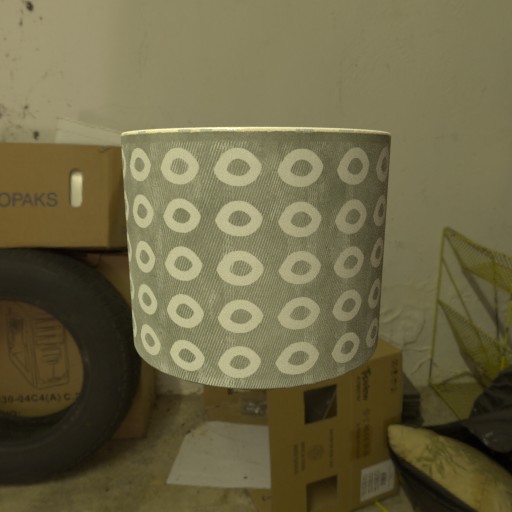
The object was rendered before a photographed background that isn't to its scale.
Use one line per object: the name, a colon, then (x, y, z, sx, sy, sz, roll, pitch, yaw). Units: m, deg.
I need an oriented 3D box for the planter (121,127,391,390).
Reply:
planter: (0.000, 0.000, 0.344, 0.190, 0.181, 0.190, 0, 13, 0)
